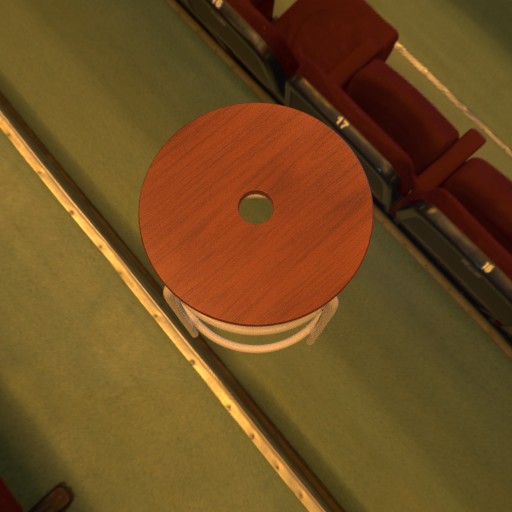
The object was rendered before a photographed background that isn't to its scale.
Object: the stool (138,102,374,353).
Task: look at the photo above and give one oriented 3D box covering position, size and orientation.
[{"bbox_3d":[0.000,0.000,0.926,0.455,0.610,0.455,-41,80,-9],"label":"stool"}]
